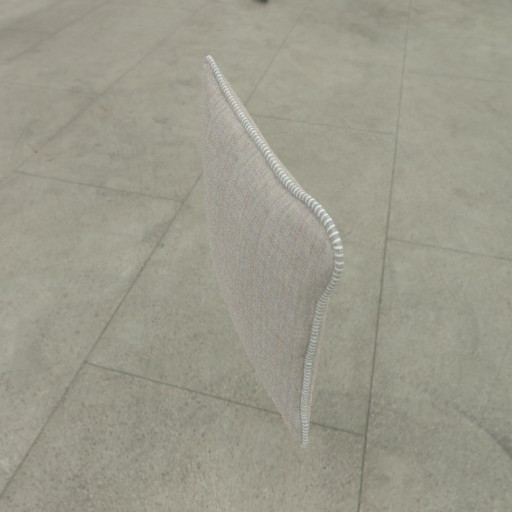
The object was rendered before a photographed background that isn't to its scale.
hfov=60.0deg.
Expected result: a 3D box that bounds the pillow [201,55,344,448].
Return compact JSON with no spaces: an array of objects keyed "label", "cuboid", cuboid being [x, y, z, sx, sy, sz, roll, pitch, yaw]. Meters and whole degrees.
[{"label":"pillow","cuboid":[0.000,0.000,0.737,0.124,0.494,0.485,-14,47,-14]}]
